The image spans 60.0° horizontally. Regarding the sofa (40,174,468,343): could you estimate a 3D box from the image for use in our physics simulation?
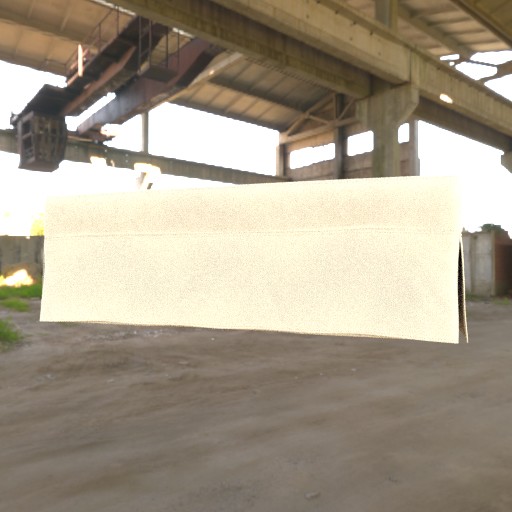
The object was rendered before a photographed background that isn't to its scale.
[{"bbox_3d":[0.000,0.000,2.028,1.677,0.552,0.939,0,0,17],"label":"sofa"}]
